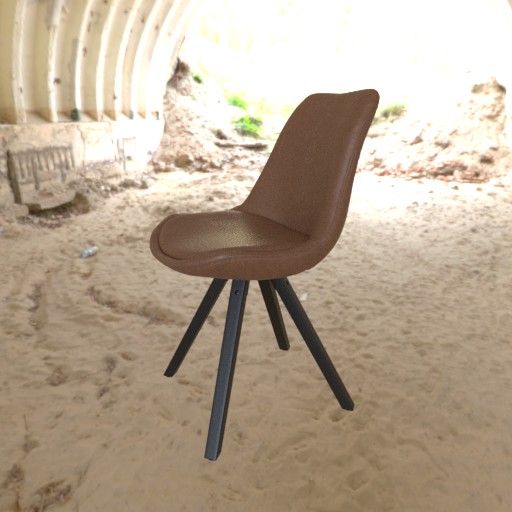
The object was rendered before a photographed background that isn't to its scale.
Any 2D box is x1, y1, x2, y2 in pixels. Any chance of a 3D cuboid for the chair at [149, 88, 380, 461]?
[{"bbox_3d":[0.000,0.000,1.199,0.550,0.850,0.475,-8,19,-24],"label":"chair"}]
